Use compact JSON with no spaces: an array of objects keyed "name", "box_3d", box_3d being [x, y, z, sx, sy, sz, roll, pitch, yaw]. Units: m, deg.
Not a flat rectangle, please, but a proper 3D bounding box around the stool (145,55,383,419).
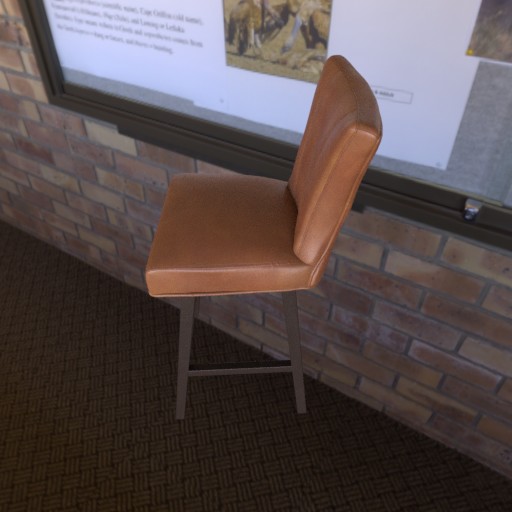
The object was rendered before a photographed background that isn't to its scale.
[{"name":"stool","box_3d":[0.000,0.000,1.426,0.585,1.094,0.522,0,40,0]}]
